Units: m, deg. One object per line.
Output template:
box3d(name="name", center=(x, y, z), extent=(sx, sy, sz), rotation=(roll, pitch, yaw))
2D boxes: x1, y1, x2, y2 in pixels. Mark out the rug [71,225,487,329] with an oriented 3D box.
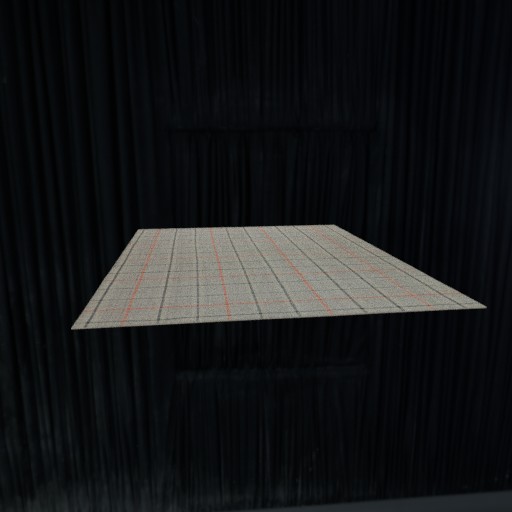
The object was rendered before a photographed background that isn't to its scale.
box3d(name="rug", center=(0.000, 0.000, 4.025), extent=(2.444, 0.012, 3.048), rotation=(-2, 14, -8))
